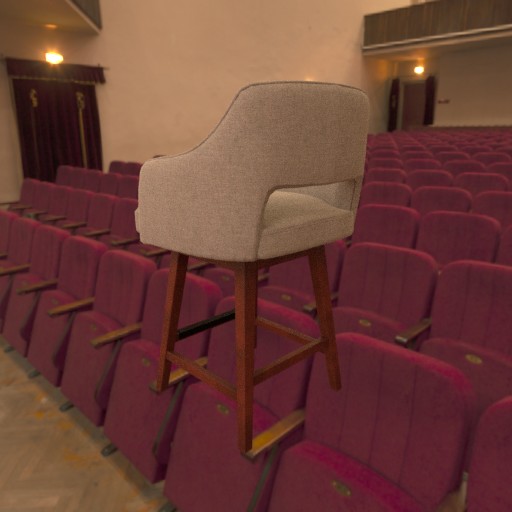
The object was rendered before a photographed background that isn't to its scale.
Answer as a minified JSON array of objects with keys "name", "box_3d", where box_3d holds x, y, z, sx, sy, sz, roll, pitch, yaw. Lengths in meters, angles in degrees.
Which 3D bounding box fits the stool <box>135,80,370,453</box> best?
[{"name":"stool","box_3d":[0.000,0.000,1.341,0.599,0.944,0.558,-15,22,-43]}]
